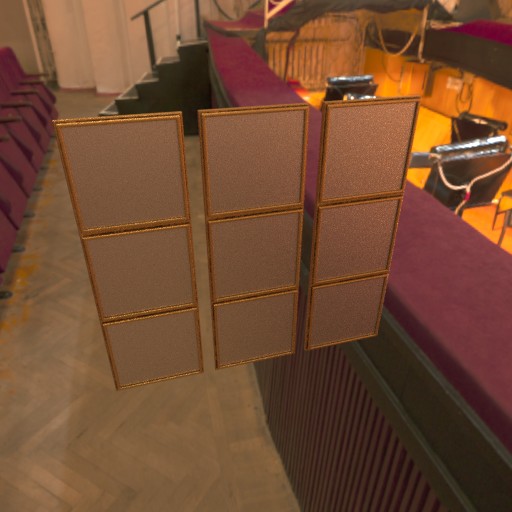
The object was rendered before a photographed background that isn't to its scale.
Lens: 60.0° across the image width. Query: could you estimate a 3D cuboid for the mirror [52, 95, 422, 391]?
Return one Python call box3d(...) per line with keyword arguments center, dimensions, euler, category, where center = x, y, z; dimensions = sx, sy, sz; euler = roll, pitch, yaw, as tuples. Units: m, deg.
box3d(center=(0.000, 0.000, 1.419), dimensions=(1.011, 0.926, 0.023), euler=(-9, 33, -14), category="mirror")
